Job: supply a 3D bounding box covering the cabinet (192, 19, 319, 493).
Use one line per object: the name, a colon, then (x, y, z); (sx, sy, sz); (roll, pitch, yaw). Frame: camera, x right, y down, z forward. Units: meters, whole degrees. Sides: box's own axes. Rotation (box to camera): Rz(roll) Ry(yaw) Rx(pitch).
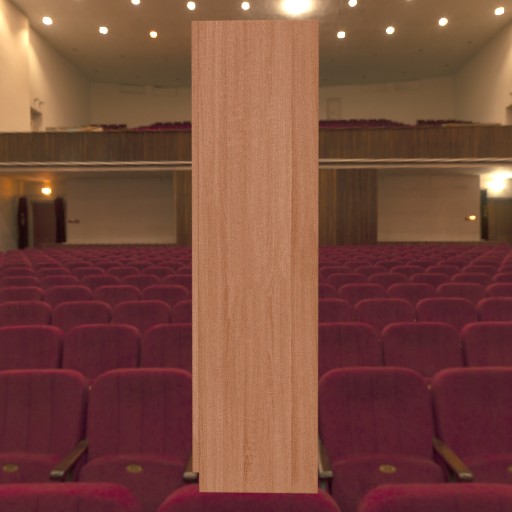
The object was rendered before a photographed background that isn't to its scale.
cabinet: (0.000, 0.000, 2.736); (0.590, 2.120, 1.500); (0, 1, 1)
